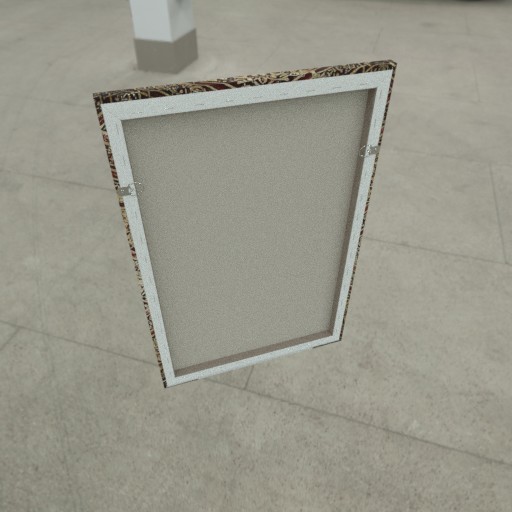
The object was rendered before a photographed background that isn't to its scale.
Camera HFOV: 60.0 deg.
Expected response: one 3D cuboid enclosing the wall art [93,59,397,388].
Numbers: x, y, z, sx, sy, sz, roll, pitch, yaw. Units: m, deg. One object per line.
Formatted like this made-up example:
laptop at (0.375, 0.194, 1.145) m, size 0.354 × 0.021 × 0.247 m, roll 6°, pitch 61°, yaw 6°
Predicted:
wall art at (0.000, 0.000, 1.142) m, size 0.599 × 0.904 × 0.030 m, roll -12°, pitch 43°, yaw -13°
